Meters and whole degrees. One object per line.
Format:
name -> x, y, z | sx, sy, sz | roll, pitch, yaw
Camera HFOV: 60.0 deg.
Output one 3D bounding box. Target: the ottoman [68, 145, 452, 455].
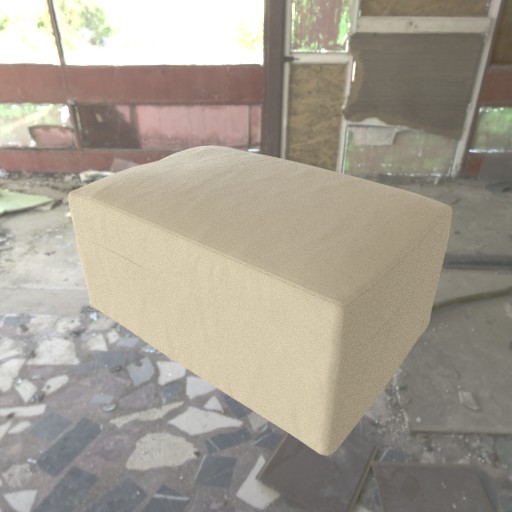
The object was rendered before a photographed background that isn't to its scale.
ottoman -> 0.000, 0.000, 1.232 | 0.872, 0.444, 0.590 | 22, 37, 33
